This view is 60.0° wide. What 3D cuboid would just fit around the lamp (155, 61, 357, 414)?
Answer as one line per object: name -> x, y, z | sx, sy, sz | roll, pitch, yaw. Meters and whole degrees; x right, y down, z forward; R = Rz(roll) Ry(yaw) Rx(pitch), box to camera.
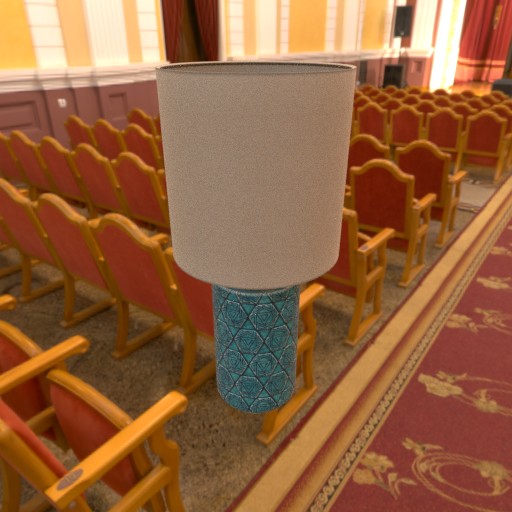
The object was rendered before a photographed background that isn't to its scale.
lamp -> 0.000, 0.000, 0.756 | 0.278, 0.597, 0.278 | 18, 32, 32
